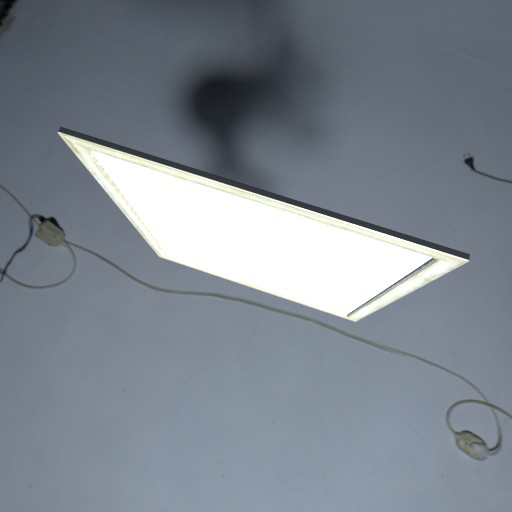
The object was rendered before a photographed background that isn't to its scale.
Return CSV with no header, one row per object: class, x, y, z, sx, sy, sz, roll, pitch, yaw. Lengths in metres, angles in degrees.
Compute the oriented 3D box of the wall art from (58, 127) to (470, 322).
wall art,0.000,0.000,0.764,0.483,0.559,0.009,18,76,5
